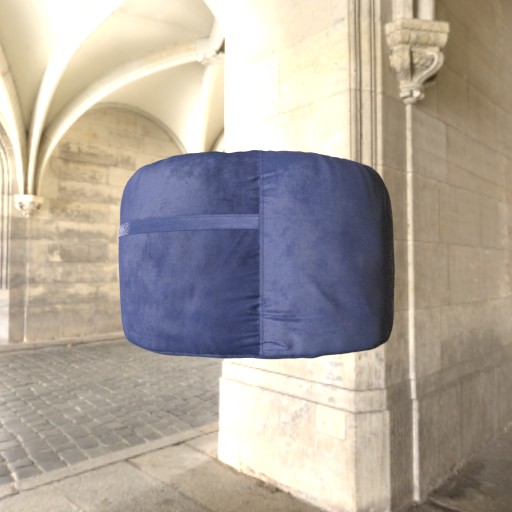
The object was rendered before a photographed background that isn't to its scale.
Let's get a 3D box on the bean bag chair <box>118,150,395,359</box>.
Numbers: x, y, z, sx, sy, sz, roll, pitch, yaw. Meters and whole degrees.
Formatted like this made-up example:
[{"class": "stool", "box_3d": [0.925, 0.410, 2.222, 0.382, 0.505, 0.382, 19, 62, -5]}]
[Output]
[{"class": "bean bag chair", "box_3d": [0.000, 0.000, 2.045, 1.219, 0.762, 1.219, 0, -2, 0]}]
